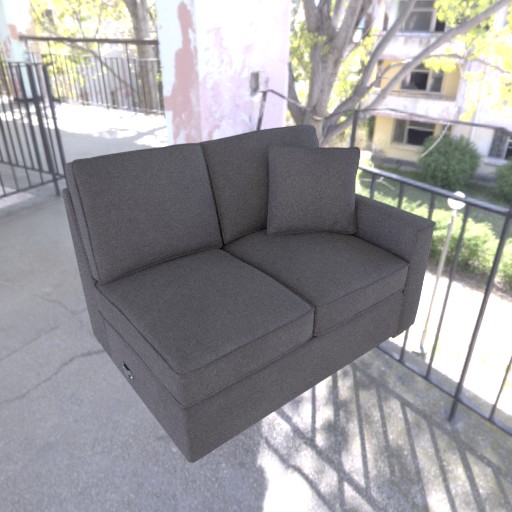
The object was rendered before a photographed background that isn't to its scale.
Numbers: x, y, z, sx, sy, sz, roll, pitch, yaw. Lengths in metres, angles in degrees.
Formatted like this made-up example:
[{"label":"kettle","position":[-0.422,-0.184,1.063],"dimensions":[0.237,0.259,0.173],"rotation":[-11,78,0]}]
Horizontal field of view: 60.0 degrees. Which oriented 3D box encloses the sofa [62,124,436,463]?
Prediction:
[{"label":"sofa","position":[0.000,0.000,2.065],"dimensions":[1.388,0.989,0.991],"rotation":[-20,34,-33]}]
